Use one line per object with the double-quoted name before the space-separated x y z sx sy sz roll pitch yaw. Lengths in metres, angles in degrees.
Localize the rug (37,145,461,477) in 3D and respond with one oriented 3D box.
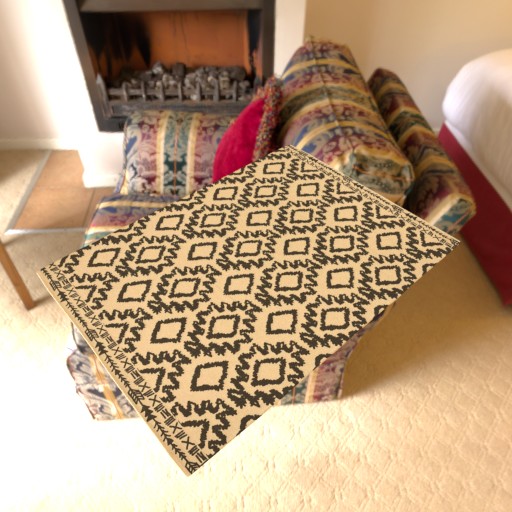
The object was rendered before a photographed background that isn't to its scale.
"rug" 0.000 0.000 4.282 3.369 0.036 2.444 -32 54 -28
